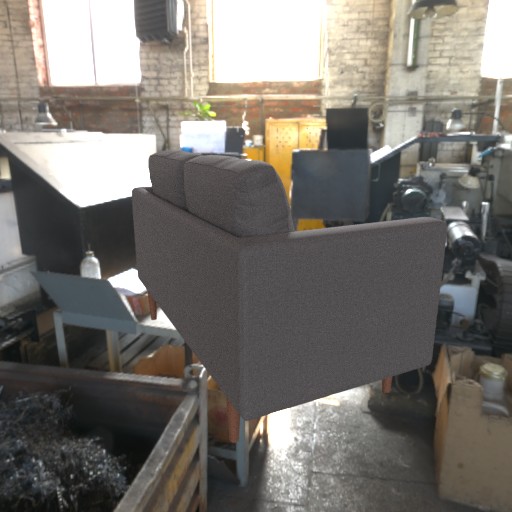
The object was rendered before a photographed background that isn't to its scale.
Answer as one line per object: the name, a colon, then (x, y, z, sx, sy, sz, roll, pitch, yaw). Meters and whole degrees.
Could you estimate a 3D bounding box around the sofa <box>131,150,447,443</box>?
sofa: (0.000, 0.000, 1.986, 0.796, 0.908, 1.430, -8, 17, -25)
